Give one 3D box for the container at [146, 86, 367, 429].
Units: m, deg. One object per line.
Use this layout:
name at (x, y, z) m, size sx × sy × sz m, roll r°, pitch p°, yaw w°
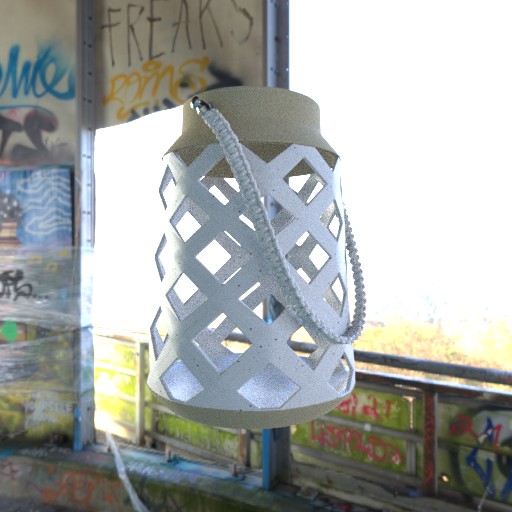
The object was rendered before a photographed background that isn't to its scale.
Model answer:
container at (0.000, 0.000, 0.402) m, size 0.198 × 0.264 × 0.188 m, roll 0°, pitch 0°, yaw 36°
